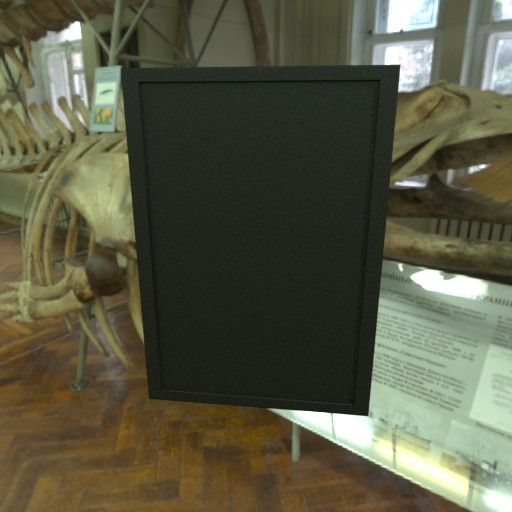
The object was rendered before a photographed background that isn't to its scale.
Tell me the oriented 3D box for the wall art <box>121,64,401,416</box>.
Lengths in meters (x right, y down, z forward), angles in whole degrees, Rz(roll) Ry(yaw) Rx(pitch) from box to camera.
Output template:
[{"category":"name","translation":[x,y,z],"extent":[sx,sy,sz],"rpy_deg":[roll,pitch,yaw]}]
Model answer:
[{"category":"wall art","translation":[0.000,0.000,0.548],"extent":[0.303,0.431,0.013],"rpy_deg":[2,18,7]}]
